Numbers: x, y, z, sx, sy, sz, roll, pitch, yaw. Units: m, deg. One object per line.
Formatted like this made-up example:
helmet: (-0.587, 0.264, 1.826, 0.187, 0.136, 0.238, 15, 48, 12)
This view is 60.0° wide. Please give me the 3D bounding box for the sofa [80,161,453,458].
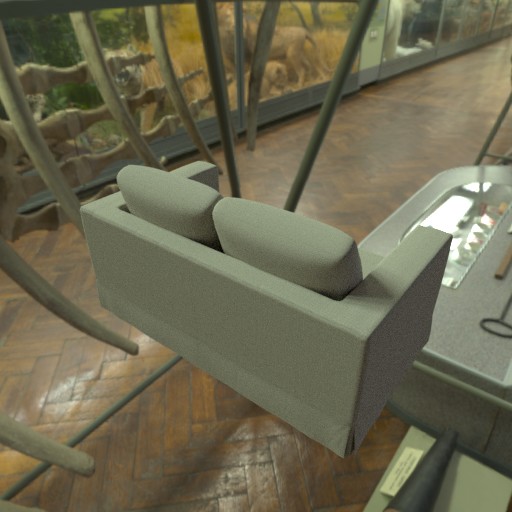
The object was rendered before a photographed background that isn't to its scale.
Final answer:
sofa: (0.000, 0.000, 2.489, 1.813, 0.932, 1.009, 22, 38, 31)
